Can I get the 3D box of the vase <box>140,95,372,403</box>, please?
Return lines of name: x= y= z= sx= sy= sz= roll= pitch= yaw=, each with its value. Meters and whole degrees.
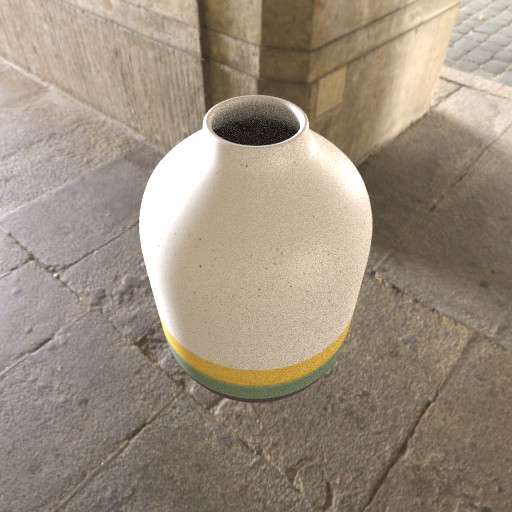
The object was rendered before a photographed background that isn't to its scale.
vase: x=0.000 y=0.000 z=0.355 sx=0.169 sy=0.240 sz=0.169 roll=0 pitch=47 yaw=0
